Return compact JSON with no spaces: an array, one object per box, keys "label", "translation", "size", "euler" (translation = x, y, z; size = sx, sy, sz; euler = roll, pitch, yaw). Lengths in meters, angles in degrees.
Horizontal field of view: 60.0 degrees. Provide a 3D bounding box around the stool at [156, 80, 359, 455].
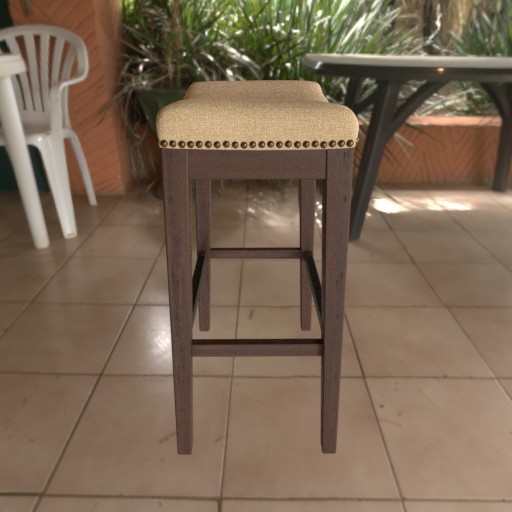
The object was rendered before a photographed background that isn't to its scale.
[{"label":"stool","translation":[0.000,0.000,1.075],"size":[0.363,0.768,0.509],"euler":[0,26,0]}]
